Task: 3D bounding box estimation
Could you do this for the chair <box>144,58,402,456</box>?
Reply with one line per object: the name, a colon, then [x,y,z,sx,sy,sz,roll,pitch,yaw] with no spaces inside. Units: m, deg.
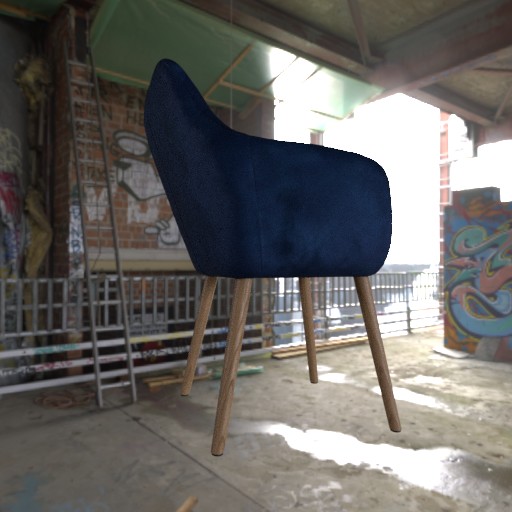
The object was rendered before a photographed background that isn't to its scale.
chair: [0.000,0.000,1.174,0.573,0.826,0.578,0,-1,-18]
